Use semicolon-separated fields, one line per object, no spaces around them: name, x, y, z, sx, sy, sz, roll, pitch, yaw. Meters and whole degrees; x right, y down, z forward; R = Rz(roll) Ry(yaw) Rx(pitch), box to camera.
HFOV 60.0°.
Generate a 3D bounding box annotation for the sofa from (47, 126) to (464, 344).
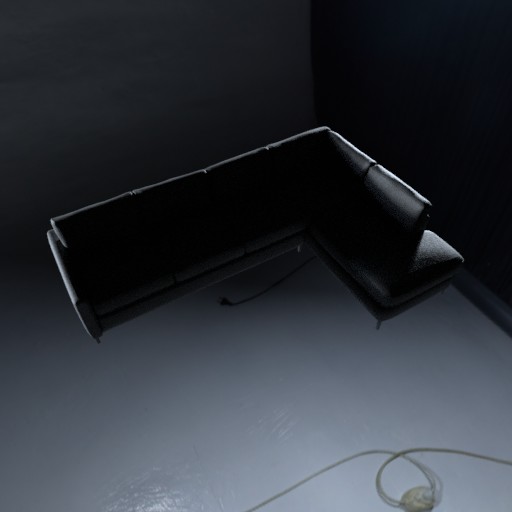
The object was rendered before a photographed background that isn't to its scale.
sofa;0.000;0.000;3.801;2.972;0.858;1.984;-23;51;-20
